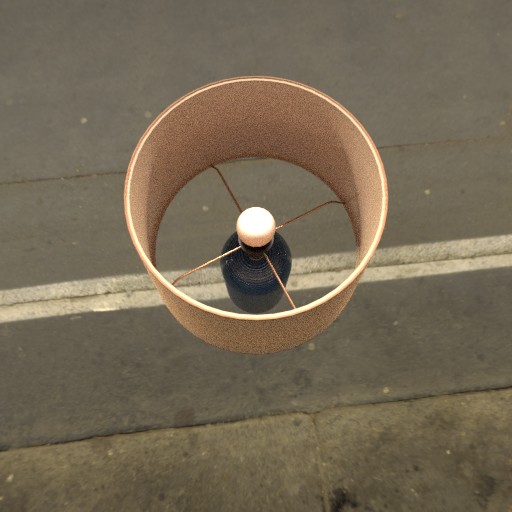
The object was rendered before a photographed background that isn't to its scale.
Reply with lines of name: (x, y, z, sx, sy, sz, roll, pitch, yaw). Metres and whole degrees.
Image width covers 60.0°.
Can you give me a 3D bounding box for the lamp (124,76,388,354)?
lamp: (0.000, 0.000, 0.830, 0.367, 0.609, 0.367, 0, 74, 0)
